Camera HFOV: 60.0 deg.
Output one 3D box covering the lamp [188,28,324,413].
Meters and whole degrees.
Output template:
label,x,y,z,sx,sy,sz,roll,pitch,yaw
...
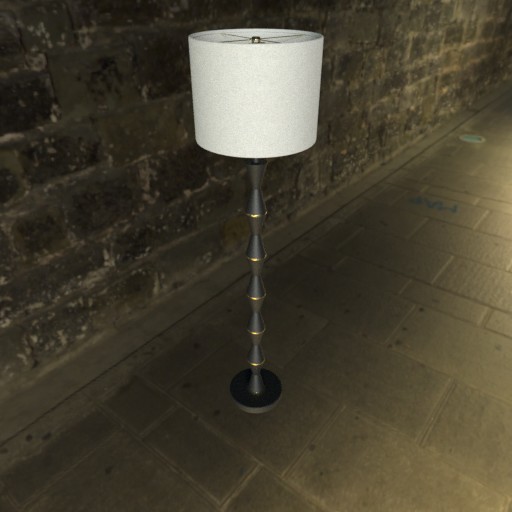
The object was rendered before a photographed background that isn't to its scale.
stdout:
label,x,y,z,sx,sy,sz,roll,pitch,yaw
lamp,0.000,0.000,1.651,0.381,1.480,0.381,-21,38,-30
